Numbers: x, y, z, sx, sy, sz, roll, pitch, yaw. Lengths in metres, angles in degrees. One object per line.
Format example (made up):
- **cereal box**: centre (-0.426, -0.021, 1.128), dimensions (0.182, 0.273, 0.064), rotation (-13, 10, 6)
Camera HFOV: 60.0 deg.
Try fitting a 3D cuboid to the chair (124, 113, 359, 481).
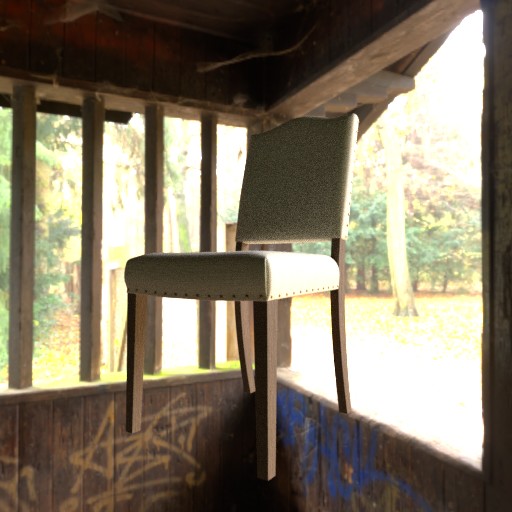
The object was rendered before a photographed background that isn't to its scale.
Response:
- **chair**: centre (0.000, 0.000, 1.382), dimensions (0.508, 1.015, 0.619), rotation (-1, -1, 36)
